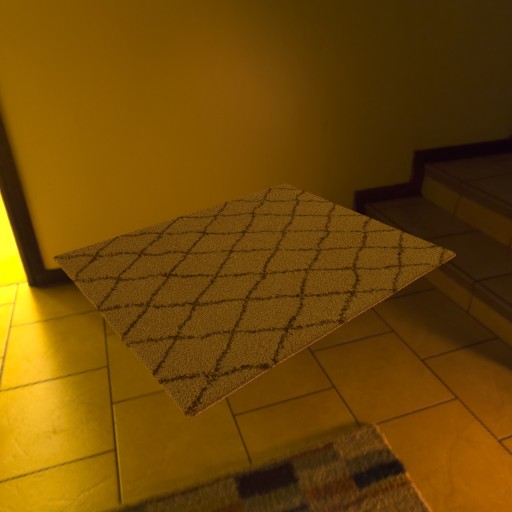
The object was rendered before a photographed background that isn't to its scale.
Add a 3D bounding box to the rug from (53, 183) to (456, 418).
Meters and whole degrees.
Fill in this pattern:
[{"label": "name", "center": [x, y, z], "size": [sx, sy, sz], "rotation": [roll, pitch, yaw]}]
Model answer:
[{"label": "rug", "center": [0.000, 0.000, 4.273], "size": [3.047, 0.029, 2.438], "rotation": [-23, 37, -33]}]
